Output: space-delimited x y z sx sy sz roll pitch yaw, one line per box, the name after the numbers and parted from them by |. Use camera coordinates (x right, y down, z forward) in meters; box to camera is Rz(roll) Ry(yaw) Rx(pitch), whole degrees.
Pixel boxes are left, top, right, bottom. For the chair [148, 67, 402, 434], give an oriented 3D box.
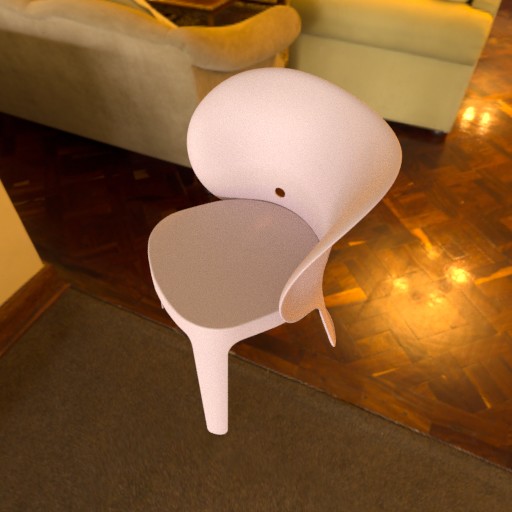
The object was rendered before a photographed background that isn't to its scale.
0.000 0.000 0.864 0.402 0.554 0.451 -18 49 -16 | chair
